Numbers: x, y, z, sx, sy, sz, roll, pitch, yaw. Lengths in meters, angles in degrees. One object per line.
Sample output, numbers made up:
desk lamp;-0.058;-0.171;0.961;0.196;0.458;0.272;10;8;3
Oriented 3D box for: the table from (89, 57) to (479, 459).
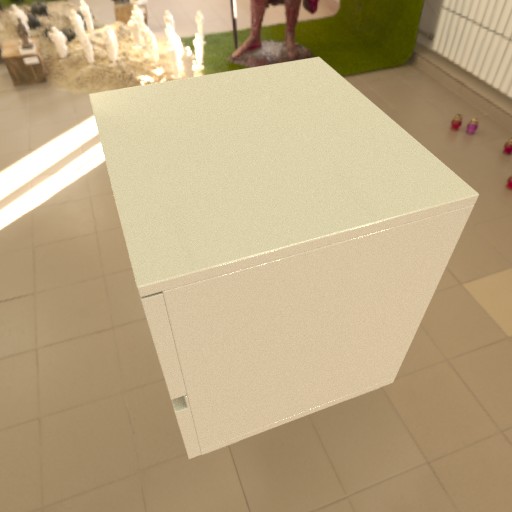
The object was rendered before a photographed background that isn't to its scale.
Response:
table;0.000;0.000;0.774;0.400;0.470;0.420;-15;48;-14
